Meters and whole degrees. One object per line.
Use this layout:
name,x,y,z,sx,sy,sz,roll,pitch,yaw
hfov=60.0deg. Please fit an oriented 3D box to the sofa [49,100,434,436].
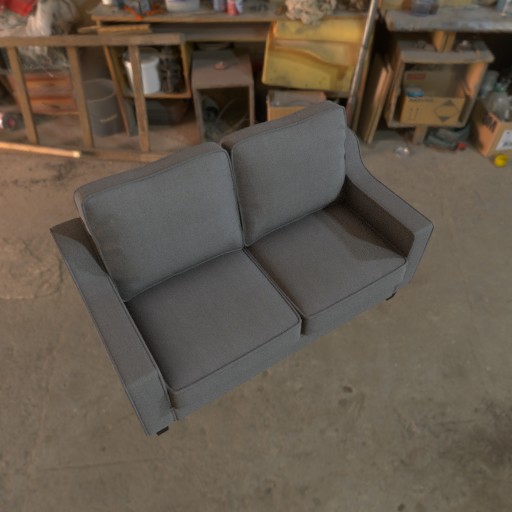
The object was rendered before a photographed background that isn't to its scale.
sofa,0.000,0.000,2.030,1.500,0.948,0.791,-25,53,-21
